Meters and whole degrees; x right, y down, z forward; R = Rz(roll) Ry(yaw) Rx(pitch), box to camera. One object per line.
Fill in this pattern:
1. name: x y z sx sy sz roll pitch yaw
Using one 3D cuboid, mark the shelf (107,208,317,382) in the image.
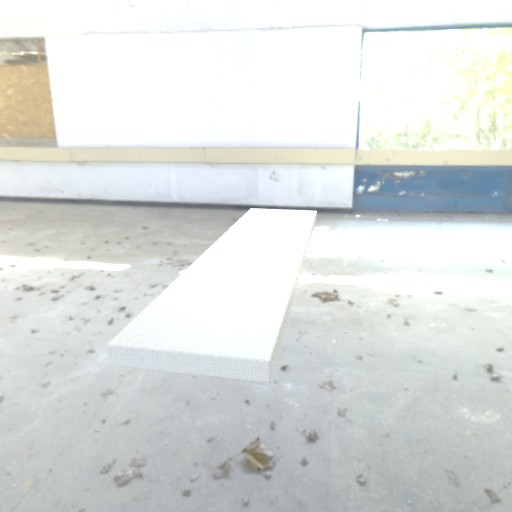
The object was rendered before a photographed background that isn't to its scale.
1. shelf: 0.000 0.000 0.651 0.140 0.020 0.610 3 17 10
